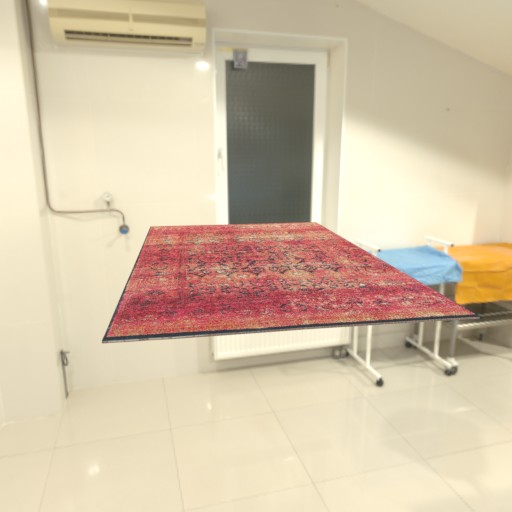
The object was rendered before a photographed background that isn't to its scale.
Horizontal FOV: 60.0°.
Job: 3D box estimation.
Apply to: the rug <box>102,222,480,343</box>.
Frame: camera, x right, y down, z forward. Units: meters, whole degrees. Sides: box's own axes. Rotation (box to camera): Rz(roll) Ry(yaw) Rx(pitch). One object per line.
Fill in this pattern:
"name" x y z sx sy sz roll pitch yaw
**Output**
"rug" 0.000 0.000 2.925 1.539 0.018 2.449 -2 14 -9
